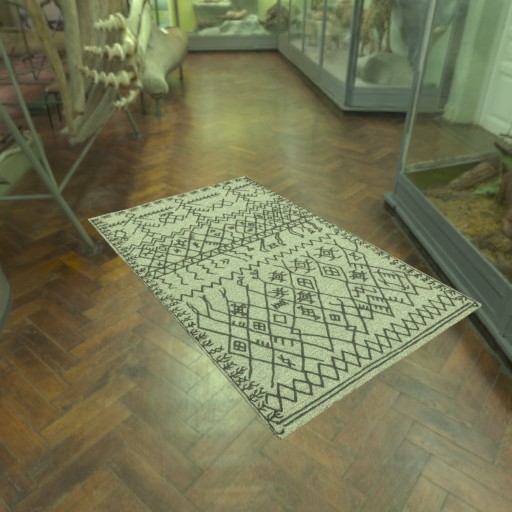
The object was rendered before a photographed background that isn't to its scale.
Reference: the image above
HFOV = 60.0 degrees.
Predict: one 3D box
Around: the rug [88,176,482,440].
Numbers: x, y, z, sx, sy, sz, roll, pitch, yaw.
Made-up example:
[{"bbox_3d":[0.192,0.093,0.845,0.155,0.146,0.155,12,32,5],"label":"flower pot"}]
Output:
[{"bbox_3d":[0.000,0.000,4.805,2.393,0.019,3.824,-21,38,-30],"label":"rug"}]
